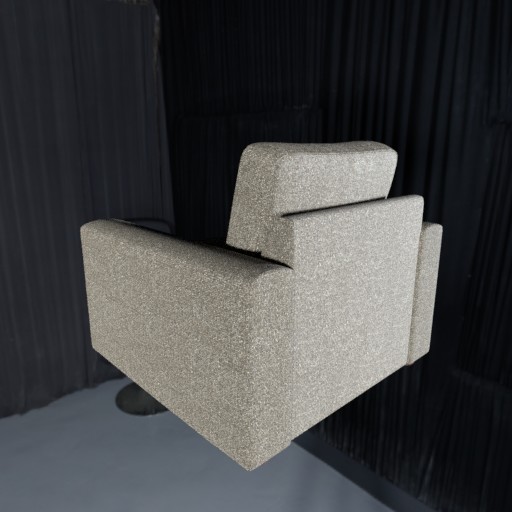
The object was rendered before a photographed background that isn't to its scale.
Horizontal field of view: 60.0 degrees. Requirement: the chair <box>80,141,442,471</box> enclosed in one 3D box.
[{"bbox_3d":[0.000,0.000,1.737,1.005,0.873,1.016,-14,20,-41],"label":"chair"}]
